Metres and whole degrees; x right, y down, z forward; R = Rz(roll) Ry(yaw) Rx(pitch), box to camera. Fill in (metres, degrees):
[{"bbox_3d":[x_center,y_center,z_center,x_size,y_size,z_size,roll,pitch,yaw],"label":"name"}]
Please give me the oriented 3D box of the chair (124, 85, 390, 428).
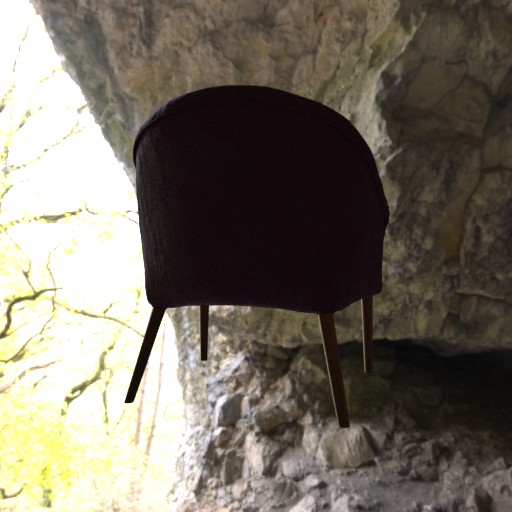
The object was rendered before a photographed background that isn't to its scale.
[{"bbox_3d":[0.000,0.000,1.487,0.851,0.885,0.776,0,-1,18],"label":"chair"}]
